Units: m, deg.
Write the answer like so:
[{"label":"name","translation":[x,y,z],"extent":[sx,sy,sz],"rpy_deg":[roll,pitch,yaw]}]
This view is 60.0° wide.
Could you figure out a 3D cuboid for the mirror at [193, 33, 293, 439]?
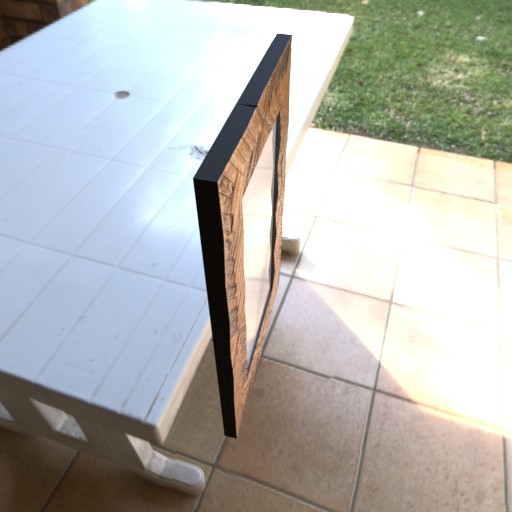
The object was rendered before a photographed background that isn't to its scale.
[{"label":"mirror","translation":[0.000,0.000,1.175],"extent":[0.044,0.912,0.606],"rpy_deg":[10,46,9]}]
